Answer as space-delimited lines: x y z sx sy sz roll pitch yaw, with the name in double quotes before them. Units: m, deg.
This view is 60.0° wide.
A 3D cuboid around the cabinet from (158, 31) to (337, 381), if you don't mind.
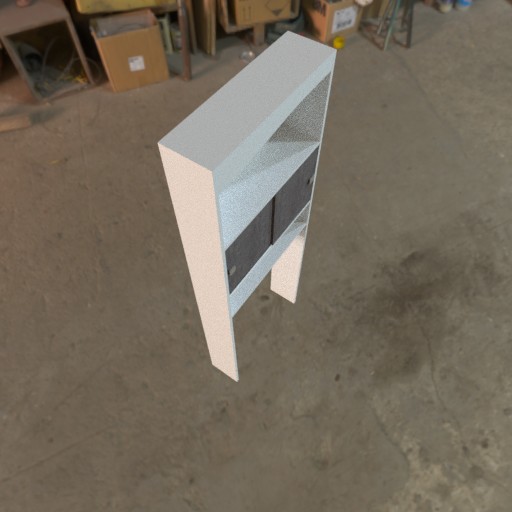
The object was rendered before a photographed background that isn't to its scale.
"cabinet" 0.000 0.000 2.040 0.192 1.770 0.643 30 62 18
